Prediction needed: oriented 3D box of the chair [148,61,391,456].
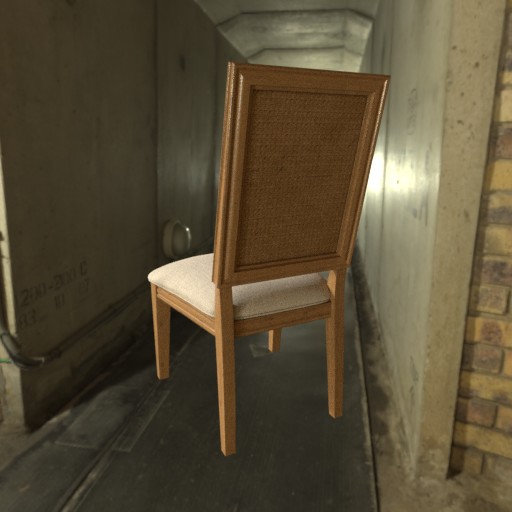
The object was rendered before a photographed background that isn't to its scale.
[{"bbox_3d":[0.000,0.000,1.346,0.536,0.988,0.601,-8,17,-26],"label":"chair"}]
